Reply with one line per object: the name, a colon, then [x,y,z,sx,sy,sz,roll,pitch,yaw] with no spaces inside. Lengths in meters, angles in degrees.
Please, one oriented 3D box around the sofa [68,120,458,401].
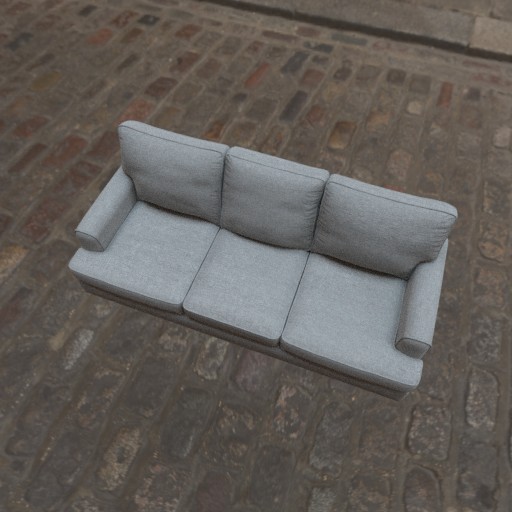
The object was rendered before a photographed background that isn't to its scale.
sofa: [0.000,0.000,2.718,2.158,0.965,0.951,17,59,11]
